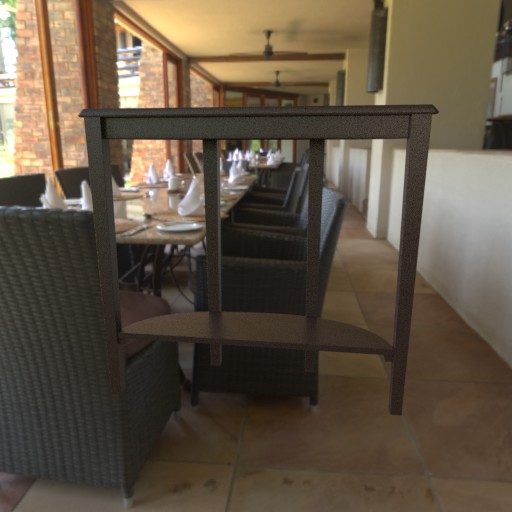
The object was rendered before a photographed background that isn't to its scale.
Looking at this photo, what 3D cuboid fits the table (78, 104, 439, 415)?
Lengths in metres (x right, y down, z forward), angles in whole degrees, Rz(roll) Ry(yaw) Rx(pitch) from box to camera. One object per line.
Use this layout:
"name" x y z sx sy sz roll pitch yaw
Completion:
"table" 0.000 0.000 1.331 0.909 0.831 0.274 2 14 8
